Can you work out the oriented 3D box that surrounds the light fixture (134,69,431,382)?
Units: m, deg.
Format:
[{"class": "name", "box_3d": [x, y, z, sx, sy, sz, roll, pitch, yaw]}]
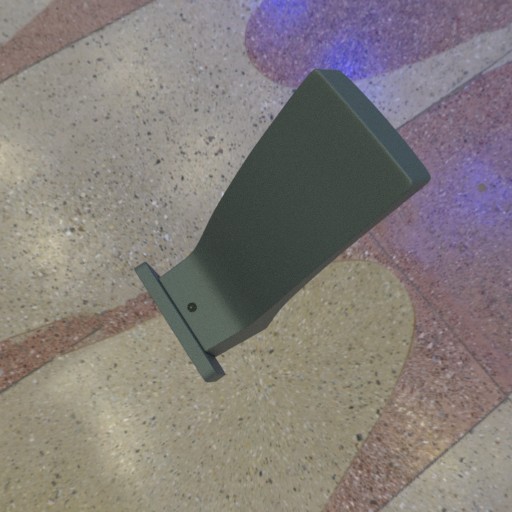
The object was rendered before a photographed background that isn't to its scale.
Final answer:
[{"class": "light fixture", "box_3d": [0.000, 0.000, 0.330, 0.174, 0.243, 0.108, -34, 77, -9]}]
